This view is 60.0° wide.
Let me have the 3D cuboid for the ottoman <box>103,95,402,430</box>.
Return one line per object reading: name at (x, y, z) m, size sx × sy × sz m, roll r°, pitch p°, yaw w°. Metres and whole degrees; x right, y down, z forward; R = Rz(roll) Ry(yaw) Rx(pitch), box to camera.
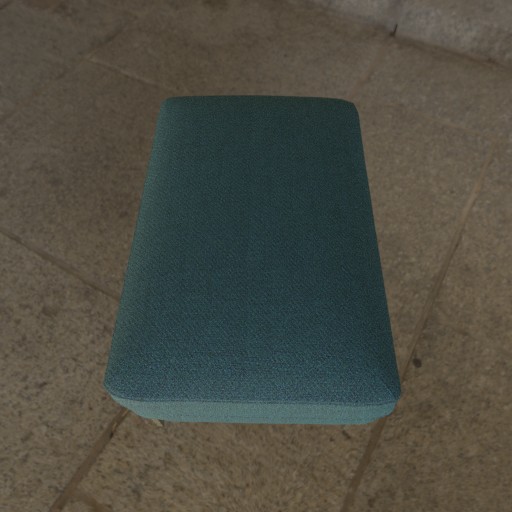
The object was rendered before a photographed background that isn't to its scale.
ottoman at (0.000, 0.000, 1.169) m, size 0.563 × 0.498 × 0.856 m, roll 1°, pitch 58°, yaw 1°
